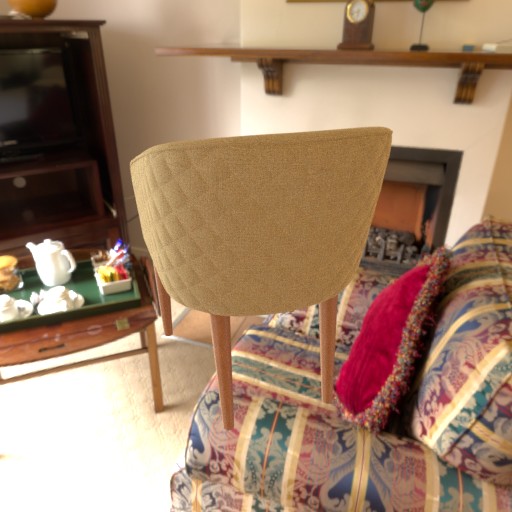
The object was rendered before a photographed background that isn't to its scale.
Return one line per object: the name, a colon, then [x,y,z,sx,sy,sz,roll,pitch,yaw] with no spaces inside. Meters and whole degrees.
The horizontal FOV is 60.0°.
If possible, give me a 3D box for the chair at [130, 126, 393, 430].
chair: [0.000,0.000,1.222,0.584,0.775,0.616,-9,28,-17]
